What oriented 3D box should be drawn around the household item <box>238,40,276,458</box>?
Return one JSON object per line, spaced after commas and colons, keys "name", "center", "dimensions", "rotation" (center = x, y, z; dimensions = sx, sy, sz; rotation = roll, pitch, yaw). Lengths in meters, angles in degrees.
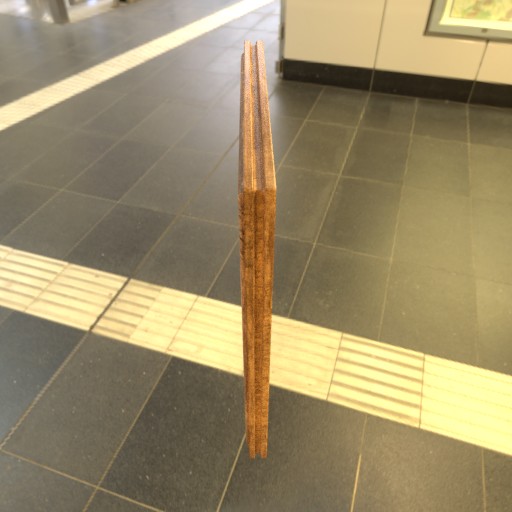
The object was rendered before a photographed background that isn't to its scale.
{"name": "household item", "center": [0.000, 0.000, 0.319], "dimensions": [0.018, 0.237, 0.186], "rotation": [-1, 42, -1]}
